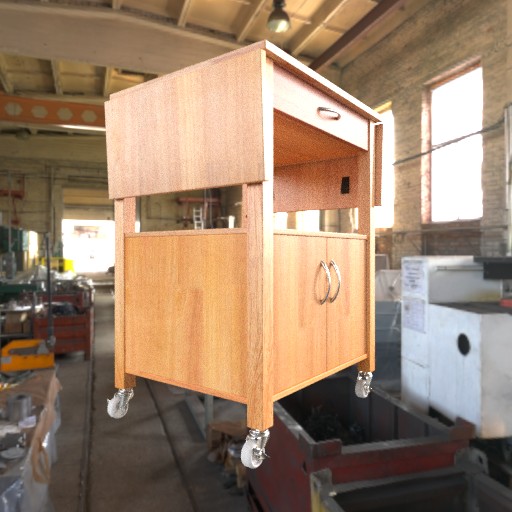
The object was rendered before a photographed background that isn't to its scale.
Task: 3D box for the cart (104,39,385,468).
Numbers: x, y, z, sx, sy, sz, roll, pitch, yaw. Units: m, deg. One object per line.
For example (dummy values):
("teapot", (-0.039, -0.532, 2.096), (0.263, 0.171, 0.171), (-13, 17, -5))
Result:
("cart", (0.000, 0.000, 1.247), (0.508, 0.838, 0.640), (0, 1, 37))
